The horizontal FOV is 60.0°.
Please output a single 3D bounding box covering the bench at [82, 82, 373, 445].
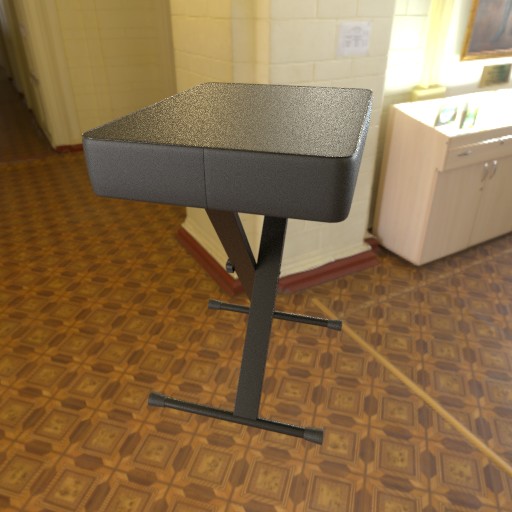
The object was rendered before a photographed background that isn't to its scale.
[{"bbox_3d":[0.000,0.000,0.773,0.321,0.500,0.424,8,31,13],"label":"bench"}]
